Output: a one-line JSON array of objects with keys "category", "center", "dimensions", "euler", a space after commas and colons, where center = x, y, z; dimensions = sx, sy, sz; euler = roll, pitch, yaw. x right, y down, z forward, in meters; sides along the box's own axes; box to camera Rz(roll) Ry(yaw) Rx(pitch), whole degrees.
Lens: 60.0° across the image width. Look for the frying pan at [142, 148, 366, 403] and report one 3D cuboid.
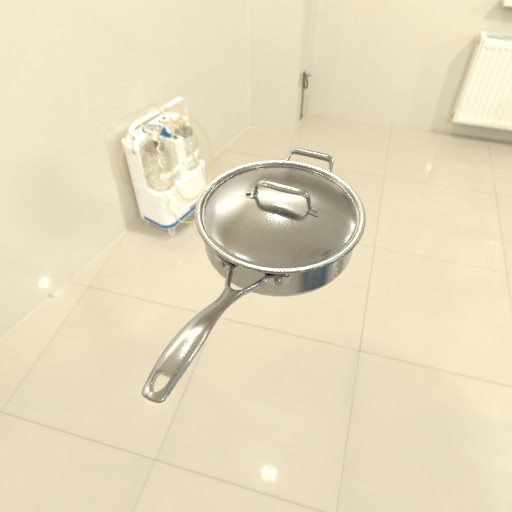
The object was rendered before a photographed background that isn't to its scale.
[{"category": "frying pan", "center": [0.000, 0.000, 0.593], "dimensions": [0.245, 0.111, 0.492], "euler": [17, 49, 16]}]
